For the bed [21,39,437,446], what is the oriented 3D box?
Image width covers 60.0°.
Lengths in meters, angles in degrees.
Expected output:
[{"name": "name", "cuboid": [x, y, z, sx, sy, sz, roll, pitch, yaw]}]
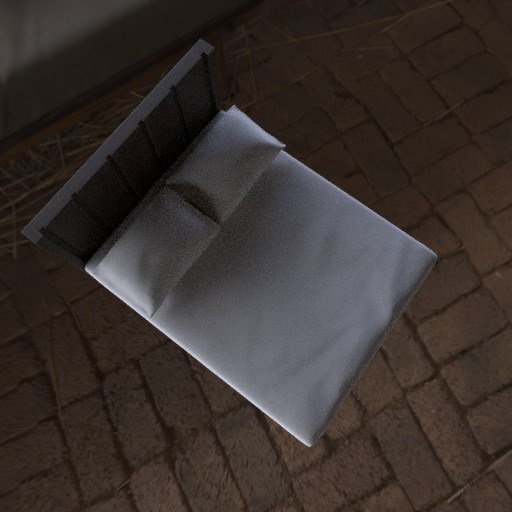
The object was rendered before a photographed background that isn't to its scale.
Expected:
[{"name": "bed", "cuboid": [0.000, 0.000, 3.285, 2.242, 1.270, 1.727, 36, 78, 9]}]
